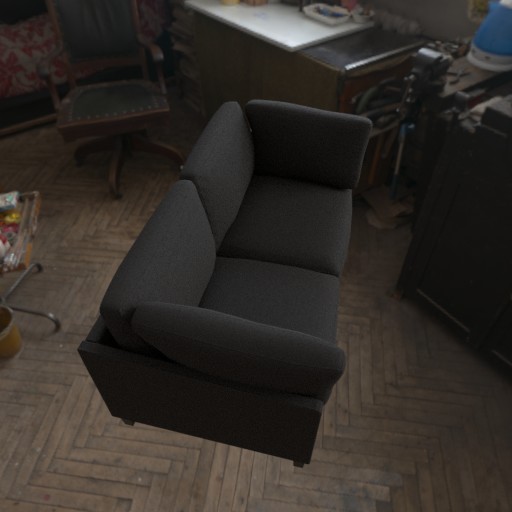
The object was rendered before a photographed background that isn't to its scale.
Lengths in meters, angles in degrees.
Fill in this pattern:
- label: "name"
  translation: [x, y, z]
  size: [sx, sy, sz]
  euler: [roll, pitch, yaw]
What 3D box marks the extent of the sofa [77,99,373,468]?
- label: "sofa"
  translation: [0.000, 0.000, 2.307]
  size: [0.969, 0.920, 1.751]
  euler: [10, 47, 9]
